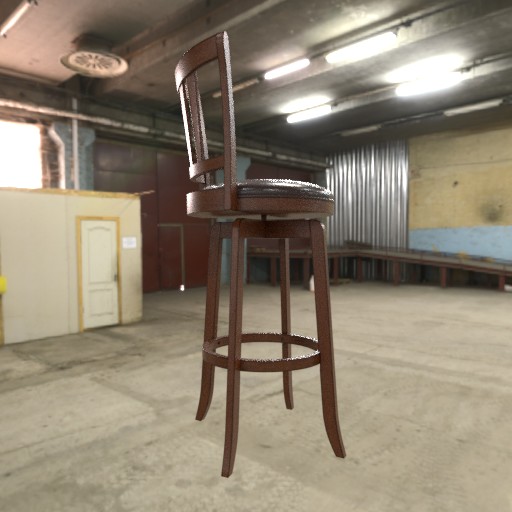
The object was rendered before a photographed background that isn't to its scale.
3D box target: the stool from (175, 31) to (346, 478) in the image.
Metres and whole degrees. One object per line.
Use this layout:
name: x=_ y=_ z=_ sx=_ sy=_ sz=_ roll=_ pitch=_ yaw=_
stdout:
stool: x=0.000 y=0.000 z=1.420 sx=0.503 sy=1.177 sz=0.464 roll=-1 pitch=2 yaw=-18
